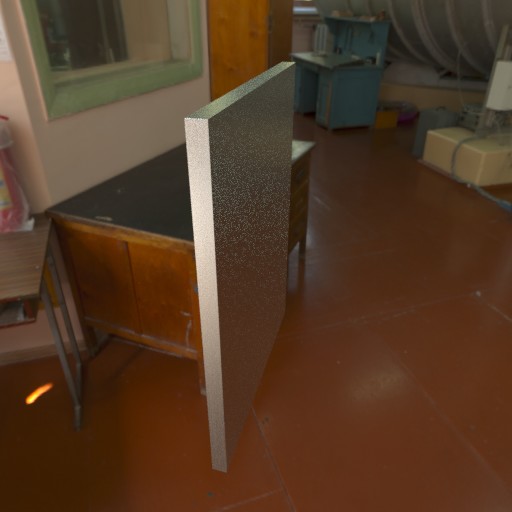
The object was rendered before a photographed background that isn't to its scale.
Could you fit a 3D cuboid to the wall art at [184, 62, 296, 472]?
[{"bbox_3d":[0.000,0.000,0.769,0.025,0.569,0.444,8,32,13],"label":"wall art"}]
